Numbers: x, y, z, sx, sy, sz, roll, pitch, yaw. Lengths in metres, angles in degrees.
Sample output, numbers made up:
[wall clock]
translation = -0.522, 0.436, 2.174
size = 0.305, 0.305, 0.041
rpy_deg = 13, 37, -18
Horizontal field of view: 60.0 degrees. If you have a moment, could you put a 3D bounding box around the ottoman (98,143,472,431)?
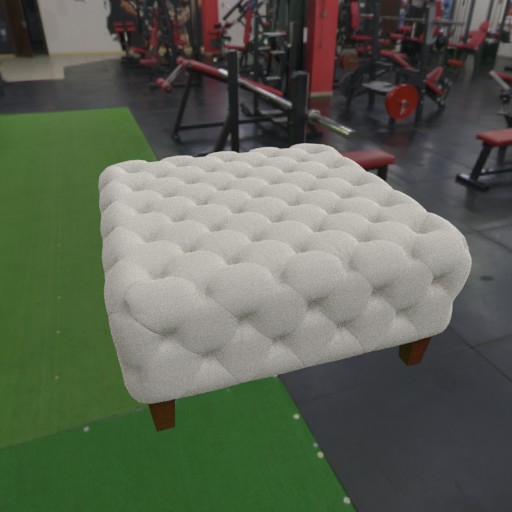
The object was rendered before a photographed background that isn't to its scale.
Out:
[ottoman]
translation = 0.000, 0.000, 1.196
size = 0.755, 0.376, 0.753
rpy_deg = -9, 32, -15
